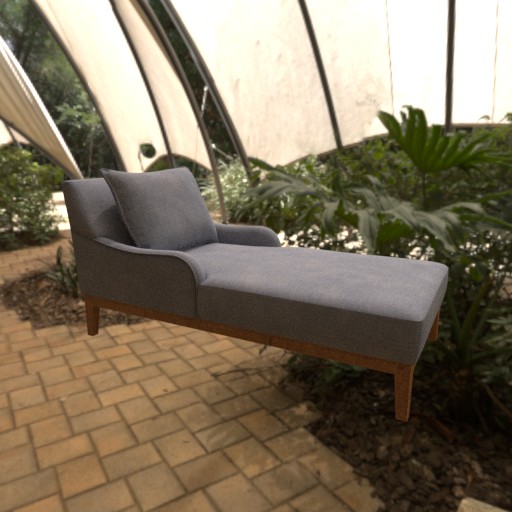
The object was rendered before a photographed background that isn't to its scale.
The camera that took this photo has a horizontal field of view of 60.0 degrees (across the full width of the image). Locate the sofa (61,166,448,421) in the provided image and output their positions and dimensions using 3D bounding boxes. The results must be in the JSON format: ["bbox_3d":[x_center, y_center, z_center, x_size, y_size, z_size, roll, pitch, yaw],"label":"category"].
[{"bbox_3d":[0.000,0.000,2.290,1.779,0.883,0.904,7,15,28],"label":"sofa"}]
